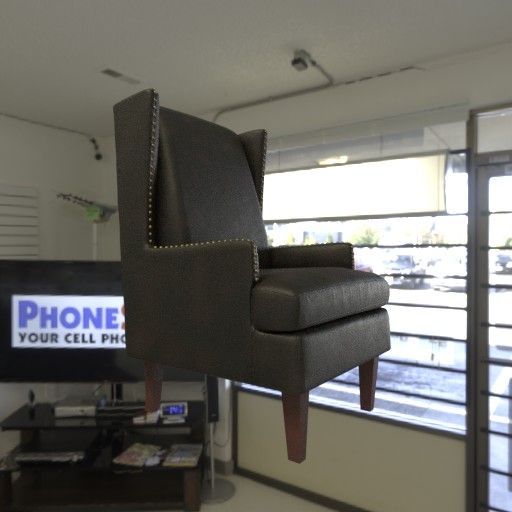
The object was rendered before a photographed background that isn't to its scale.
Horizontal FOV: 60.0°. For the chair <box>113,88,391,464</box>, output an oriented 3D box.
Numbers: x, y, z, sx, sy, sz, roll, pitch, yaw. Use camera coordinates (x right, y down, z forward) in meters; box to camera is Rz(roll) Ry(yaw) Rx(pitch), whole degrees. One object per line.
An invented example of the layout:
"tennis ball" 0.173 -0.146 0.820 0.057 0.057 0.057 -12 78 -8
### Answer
"chair" 0.000 0.000 1.642 0.799 1.142 0.703 1 1 37
